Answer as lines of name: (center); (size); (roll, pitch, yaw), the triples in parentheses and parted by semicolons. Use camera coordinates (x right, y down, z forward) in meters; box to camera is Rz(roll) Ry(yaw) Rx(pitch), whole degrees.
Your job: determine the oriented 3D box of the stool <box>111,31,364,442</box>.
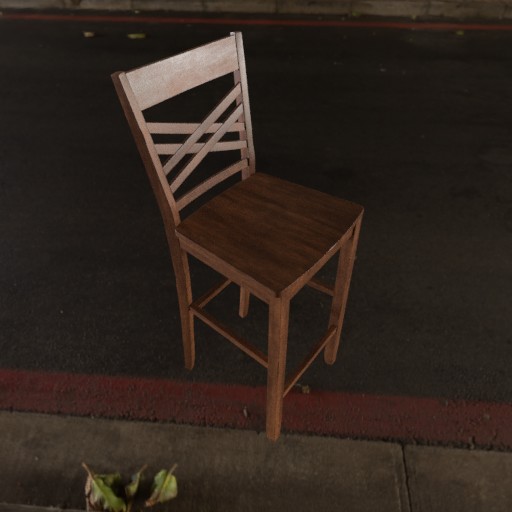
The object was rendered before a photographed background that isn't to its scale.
stool: (0.000, 0.000, 1.344); (0.487, 1.105, 0.433); (26, 48, 27)
